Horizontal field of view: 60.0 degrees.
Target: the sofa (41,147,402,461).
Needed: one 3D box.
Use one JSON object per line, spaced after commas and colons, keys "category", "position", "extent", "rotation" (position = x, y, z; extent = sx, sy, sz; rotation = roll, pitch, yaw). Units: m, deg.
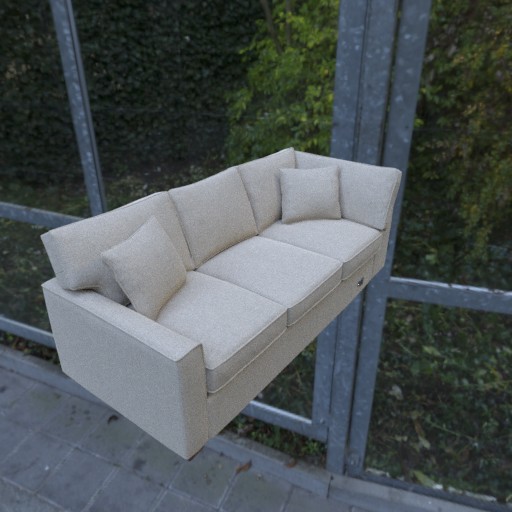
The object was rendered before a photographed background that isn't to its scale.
{"category": "sofa", "position": [0.000, 0.000, 2.874], "extent": [1.061, 0.962, 2.317], "rotation": [18, 32, 32]}
